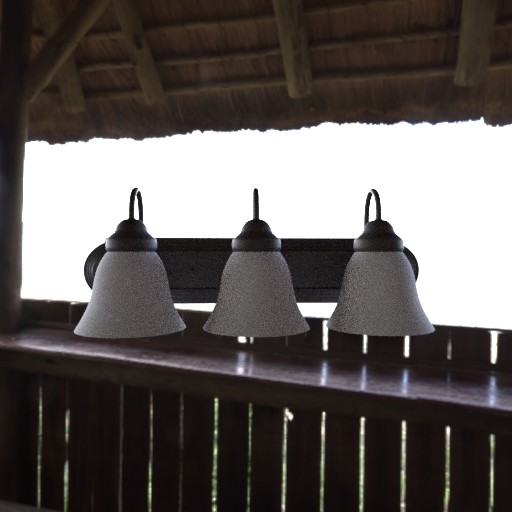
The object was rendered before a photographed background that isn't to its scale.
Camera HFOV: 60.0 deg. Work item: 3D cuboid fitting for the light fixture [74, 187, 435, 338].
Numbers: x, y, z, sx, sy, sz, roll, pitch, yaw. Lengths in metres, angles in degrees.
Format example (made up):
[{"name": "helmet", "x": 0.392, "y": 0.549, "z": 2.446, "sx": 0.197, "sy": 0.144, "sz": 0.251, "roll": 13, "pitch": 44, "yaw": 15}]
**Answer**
[{"name": "light fixture", "x": 0.000, "y": 0.000, "z": 0.707, "sx": 0.610, "sy": 0.222, "sz": 0.199, "roll": 0, "pitch": 0, "yaw": -2}]
